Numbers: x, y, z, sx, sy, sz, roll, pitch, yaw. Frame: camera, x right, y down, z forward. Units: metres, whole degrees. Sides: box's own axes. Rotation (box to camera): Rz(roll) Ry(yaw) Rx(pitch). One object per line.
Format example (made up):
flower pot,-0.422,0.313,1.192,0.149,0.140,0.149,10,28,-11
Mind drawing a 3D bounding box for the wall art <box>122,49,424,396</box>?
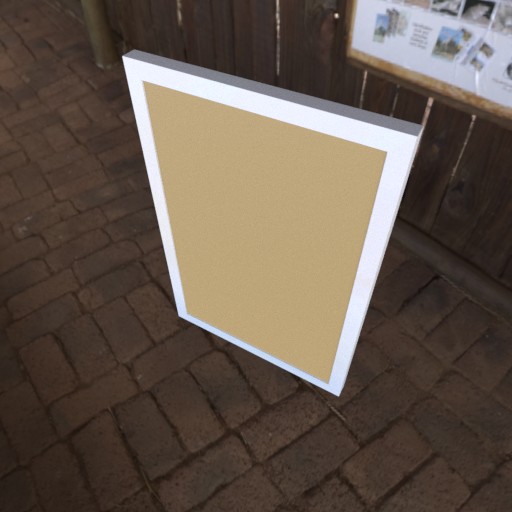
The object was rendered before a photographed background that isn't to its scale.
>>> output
wall art,0.000,0.000,1.153,0.612,0.915,0.039,23,51,20
